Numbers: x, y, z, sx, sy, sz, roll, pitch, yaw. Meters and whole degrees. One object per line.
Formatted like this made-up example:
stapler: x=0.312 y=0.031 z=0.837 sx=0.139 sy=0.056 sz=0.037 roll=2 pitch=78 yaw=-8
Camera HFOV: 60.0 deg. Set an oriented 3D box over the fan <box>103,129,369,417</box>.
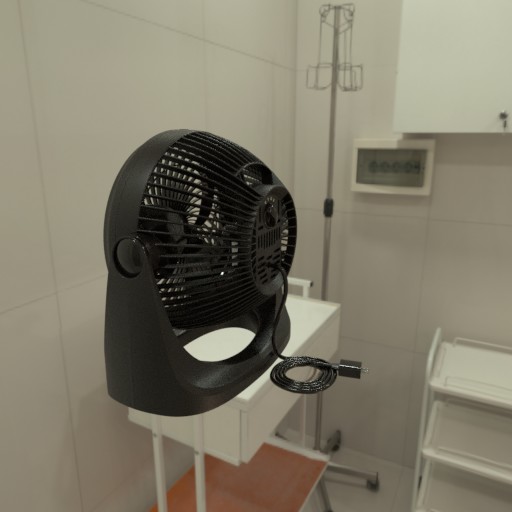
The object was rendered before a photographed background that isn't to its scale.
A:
fan: x=0.000 y=0.000 z=0.502 sx=0.256 sy=0.277 sz=0.273 roll=8 pitch=17 yaw=26
